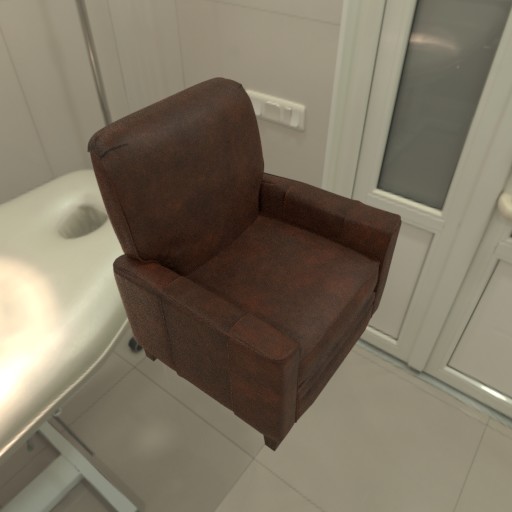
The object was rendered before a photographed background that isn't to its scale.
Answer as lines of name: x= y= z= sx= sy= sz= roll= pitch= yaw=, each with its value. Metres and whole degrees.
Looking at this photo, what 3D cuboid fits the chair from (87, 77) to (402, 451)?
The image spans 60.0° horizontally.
chair: x=0.000 y=0.000 z=1.696 sx=0.836 sy=1.043 sz=0.843 roll=27 pitch=48 yaw=26
